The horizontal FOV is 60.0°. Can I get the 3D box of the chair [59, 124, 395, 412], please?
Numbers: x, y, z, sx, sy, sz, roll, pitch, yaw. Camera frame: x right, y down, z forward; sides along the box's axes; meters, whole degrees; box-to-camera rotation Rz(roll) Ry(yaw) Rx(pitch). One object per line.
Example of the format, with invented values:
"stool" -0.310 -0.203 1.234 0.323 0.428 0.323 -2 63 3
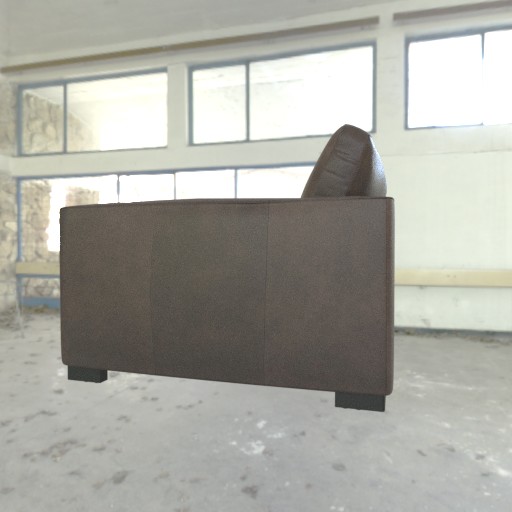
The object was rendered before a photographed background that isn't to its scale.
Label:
"chair" 0.000 0.000 1.792 1.069 0.812 1.100 0 1 17
